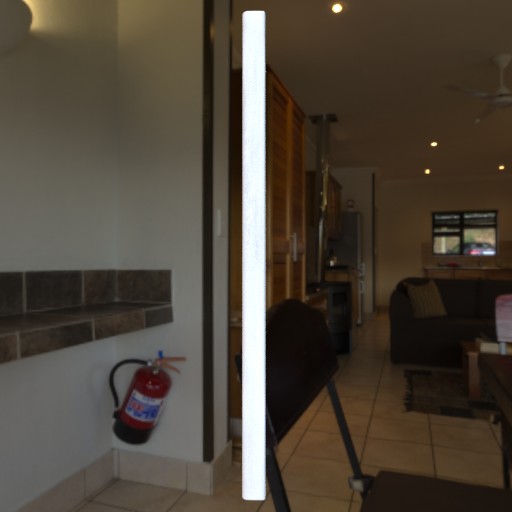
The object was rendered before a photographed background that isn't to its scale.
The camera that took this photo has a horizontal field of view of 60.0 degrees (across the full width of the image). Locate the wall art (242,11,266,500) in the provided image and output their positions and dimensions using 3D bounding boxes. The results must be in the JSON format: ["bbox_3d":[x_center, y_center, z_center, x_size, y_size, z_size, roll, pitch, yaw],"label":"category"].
[{"bbox_3d":[0.000,0.000,1.128,0.048,0.916,0.602,0,-1,0],"label":"wall art"}]
